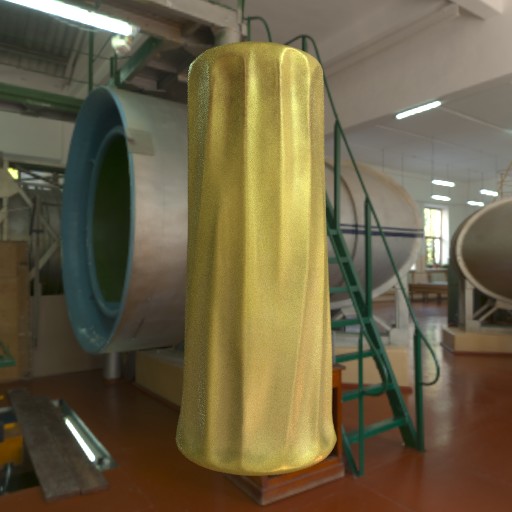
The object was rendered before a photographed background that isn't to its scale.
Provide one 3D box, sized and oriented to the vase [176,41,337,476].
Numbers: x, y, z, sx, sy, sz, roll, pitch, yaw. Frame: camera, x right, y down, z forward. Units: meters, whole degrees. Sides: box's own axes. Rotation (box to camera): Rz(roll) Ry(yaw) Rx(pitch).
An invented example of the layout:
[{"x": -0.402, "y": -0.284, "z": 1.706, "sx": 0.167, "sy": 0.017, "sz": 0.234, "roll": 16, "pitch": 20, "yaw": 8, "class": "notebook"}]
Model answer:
[{"x": 0.000, "y": 0.000, "z": 0.172, "sx": 0.061, "sy": 0.143, "sz": 0.061, "roll": 0, "pitch": -1, "yaw": 0, "class": "vase"}]
